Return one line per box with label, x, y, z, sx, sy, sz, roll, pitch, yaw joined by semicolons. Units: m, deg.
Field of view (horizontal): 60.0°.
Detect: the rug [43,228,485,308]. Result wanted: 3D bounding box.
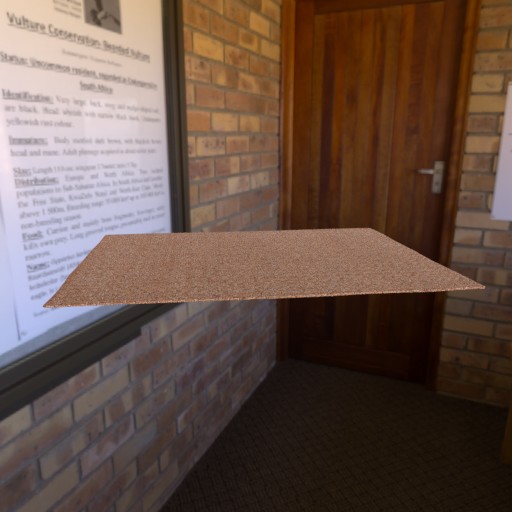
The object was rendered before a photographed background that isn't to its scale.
rug;0.000;0.000;2.829;2.141;0.013;1.566;-2;15;-8
